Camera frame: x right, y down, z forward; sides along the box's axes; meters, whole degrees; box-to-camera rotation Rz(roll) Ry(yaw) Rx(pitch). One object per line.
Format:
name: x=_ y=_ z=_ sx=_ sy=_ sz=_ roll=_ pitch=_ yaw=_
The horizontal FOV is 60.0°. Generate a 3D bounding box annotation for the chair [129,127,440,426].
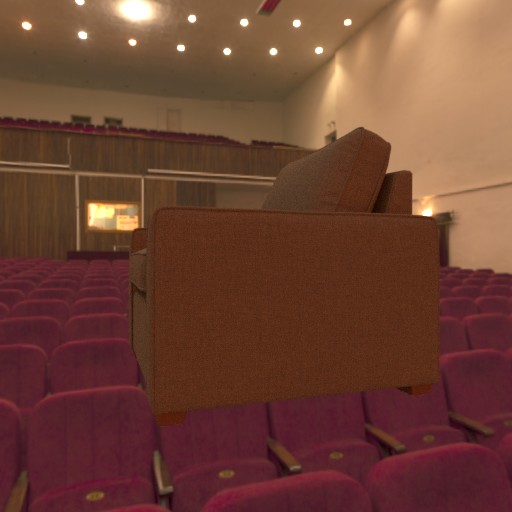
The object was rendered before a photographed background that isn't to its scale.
chair: x=0.000 y=0.000 z=1.755 sx=0.940 sy=0.919 sz=1.017 roll=0 pitch=-1 yaw=-19
